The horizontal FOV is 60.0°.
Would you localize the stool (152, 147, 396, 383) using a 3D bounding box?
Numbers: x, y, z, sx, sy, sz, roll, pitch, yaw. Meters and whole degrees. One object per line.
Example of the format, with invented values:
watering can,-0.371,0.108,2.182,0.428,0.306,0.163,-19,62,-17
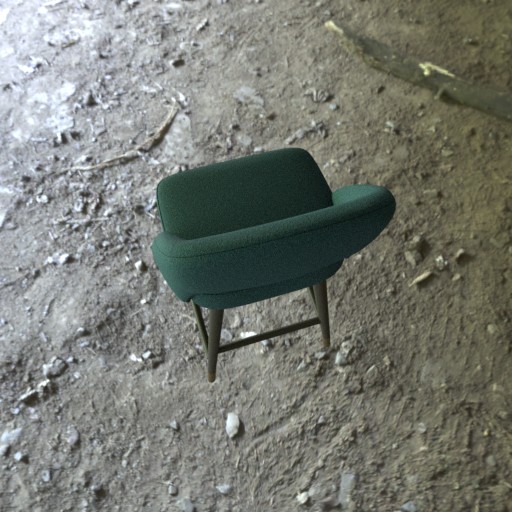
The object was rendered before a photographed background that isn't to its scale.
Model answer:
stool,0.000,0.000,1.284,0.536,0.939,0.522,-15,60,-9
